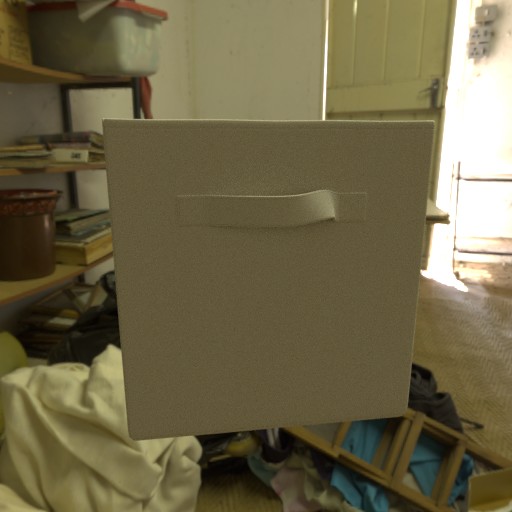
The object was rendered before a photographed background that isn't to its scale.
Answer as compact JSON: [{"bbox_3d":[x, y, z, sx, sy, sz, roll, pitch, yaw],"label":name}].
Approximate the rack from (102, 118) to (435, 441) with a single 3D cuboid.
[{"bbox_3d":[0.000,0.000,0.493,0.270,0.280,0.270,-2,15,-8],"label":"rack"}]
